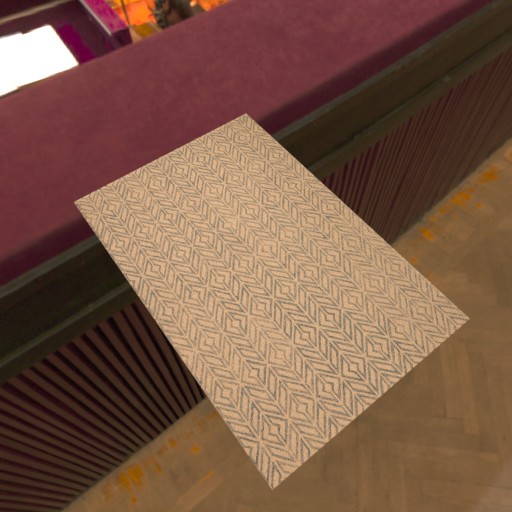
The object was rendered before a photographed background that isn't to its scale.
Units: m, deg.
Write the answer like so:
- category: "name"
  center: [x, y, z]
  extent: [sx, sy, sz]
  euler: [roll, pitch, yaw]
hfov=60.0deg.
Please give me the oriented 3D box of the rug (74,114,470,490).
- category: "rug"
  center: [0.000, 0.000, 2.338]
  extent: [1.220, 0.008, 1.824]
  euler: [-33, 64, -18]
